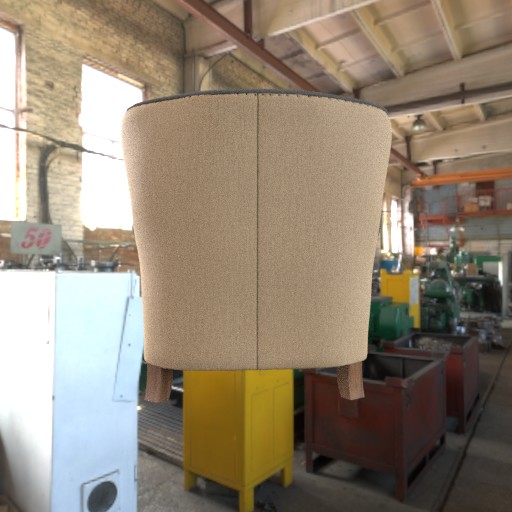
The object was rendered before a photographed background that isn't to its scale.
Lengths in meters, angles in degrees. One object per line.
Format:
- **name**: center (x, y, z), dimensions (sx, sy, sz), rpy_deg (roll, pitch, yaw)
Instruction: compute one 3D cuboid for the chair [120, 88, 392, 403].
- **chair**: center (0.000, 0.000, 1.654), dimensions (0.861, 0.936, 0.921), rpy_deg (0, -1, 0)
